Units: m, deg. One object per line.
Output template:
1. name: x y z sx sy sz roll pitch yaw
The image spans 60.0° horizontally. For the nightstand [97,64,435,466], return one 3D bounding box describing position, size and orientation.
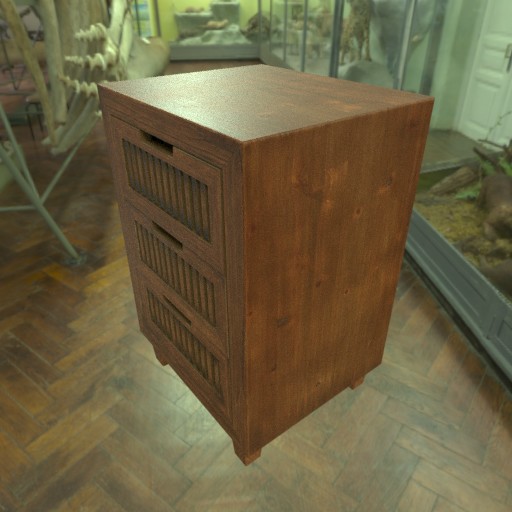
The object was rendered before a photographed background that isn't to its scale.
1. nightstand: 0.000 0.000 0.973 0.410 0.695 0.465 -22 38 -32
